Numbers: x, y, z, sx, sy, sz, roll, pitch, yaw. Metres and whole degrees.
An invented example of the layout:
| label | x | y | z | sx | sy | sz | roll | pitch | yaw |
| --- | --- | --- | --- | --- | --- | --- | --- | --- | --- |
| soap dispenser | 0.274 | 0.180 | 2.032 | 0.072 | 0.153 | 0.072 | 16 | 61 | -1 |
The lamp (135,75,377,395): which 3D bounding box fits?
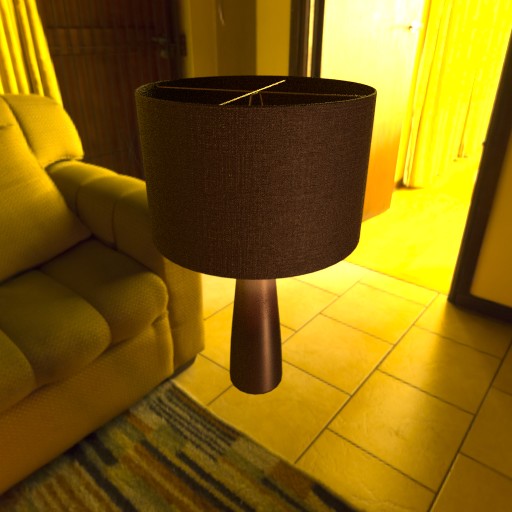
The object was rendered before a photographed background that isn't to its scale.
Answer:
| label | x | y | z | sx | sy | sz | roll | pitch | yaw |
| --- | --- | --- | --- | --- | --- | --- | --- | --- | --- |
| lamp | 0.000 | 0.000 | 0.681 | 0.303 | 0.488 | 0.303 | 0 | 28 | 0 |
